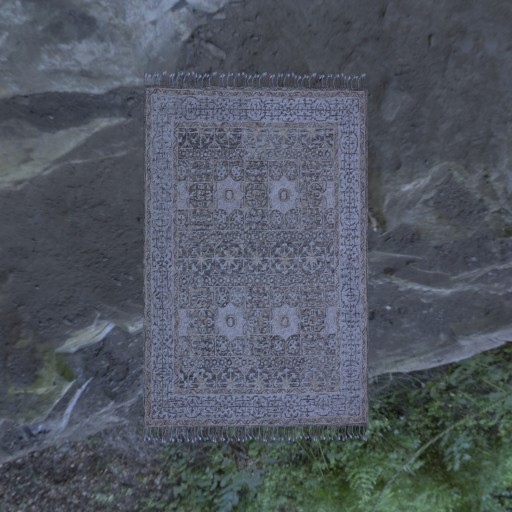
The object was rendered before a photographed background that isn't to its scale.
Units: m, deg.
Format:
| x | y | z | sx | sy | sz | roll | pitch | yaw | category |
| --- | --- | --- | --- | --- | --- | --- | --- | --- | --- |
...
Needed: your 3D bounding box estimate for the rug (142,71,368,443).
| x | y | z | sx | sy | sz | roll | pitch | yaw | category |
| --- | --- | --- | --- | --- | --- | --- | --- | --- | --- |
| 0.000 | 0.000 | 2.432 | 1.237 | 0.010 | 2.029 | 0 | 89 | -2 | rug |
